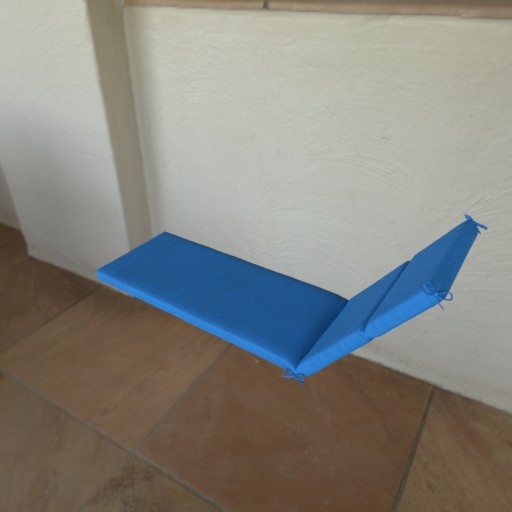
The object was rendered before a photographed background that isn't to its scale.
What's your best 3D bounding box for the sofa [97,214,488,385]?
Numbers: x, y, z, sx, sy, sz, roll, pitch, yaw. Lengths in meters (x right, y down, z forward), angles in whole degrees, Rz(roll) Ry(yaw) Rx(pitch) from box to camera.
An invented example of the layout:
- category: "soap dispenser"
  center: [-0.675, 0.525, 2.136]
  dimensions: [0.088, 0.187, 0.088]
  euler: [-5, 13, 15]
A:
- category: "sofa"
  center: [0.000, 0.000, 1.950]
  dimensions: [1.663, 0.622, 0.582]
  euler: [19, 37, 28]
